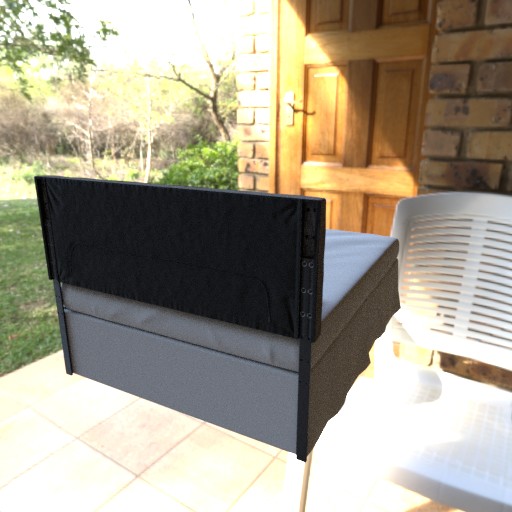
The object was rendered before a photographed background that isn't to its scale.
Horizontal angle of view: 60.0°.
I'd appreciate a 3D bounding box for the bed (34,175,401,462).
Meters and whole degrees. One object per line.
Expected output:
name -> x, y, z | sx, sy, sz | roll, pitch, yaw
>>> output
bed -> 0.000, 0.000, 2.945 | 1.621, 1.168, 1.958 | 9, 19, 27
